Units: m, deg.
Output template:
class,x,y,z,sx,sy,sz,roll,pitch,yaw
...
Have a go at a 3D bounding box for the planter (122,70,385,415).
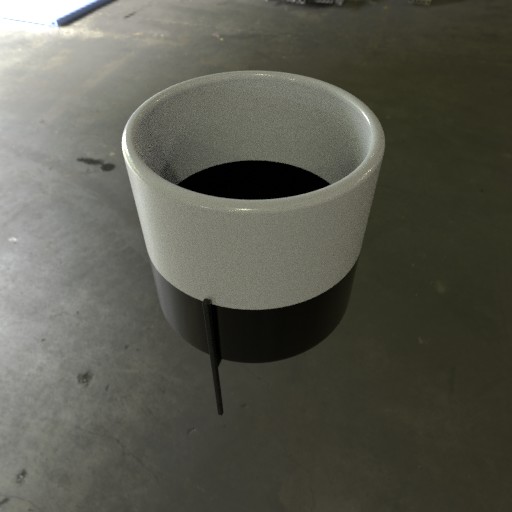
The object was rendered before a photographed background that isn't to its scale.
class,x,y,z,sx,sy,sz,roll,pitch,yaw
planter,0.000,0.000,0.665,0.310,0.432,0.310,4,46,4
